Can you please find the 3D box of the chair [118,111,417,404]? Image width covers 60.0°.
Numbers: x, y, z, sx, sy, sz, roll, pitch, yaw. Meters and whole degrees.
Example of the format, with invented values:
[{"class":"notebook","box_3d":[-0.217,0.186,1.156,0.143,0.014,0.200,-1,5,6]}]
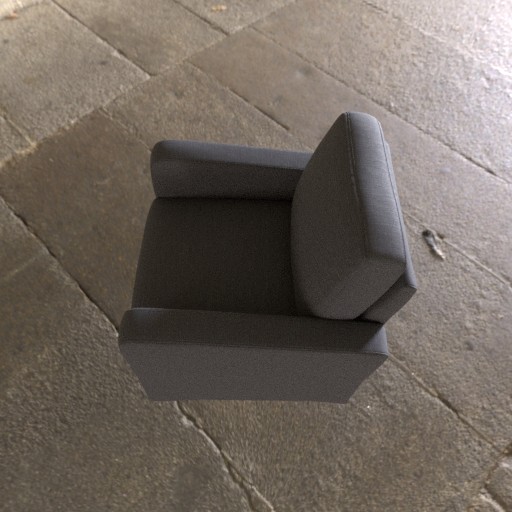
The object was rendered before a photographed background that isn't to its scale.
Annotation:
[{"class":"chair","box_3d":[0.000,0.000,1.538,0.863,0.855,0.798,1,58,0]}]
